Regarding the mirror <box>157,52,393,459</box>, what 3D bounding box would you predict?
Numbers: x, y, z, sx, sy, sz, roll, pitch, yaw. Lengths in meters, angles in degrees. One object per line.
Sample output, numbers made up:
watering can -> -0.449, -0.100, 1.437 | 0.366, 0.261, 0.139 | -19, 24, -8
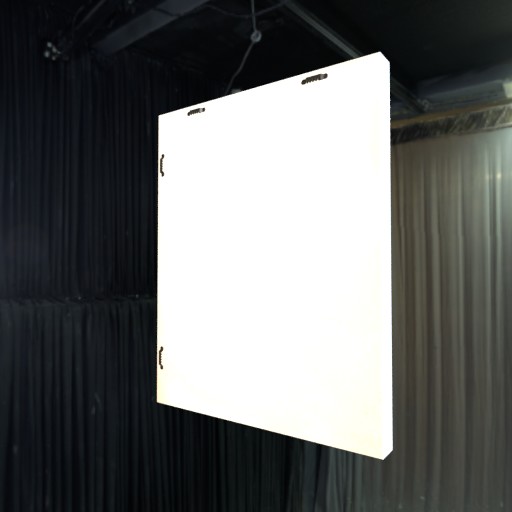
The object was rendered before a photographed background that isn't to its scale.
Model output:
mirror -> 0.000, 0.000, 0.682 | 0.406, 0.509, 0.041 | -1, -2, 35
